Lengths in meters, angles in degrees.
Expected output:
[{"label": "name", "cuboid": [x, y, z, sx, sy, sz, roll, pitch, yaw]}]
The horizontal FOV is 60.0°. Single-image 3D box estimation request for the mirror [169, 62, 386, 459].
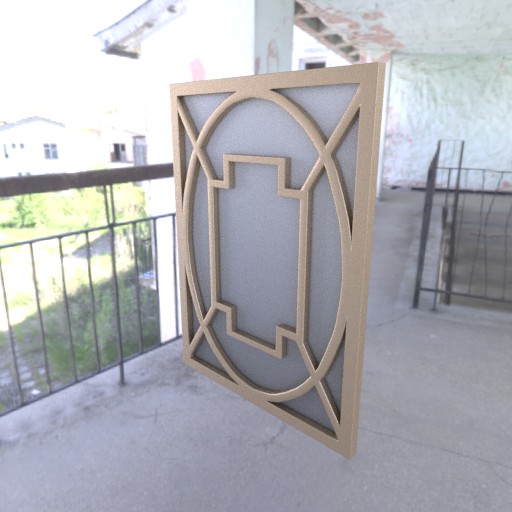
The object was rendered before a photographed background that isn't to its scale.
[{"label": "mirror", "cuboid": [0.000, 0.000, 1.351, 0.756, 1.023, 0.032, 15, 22, 42]}]
